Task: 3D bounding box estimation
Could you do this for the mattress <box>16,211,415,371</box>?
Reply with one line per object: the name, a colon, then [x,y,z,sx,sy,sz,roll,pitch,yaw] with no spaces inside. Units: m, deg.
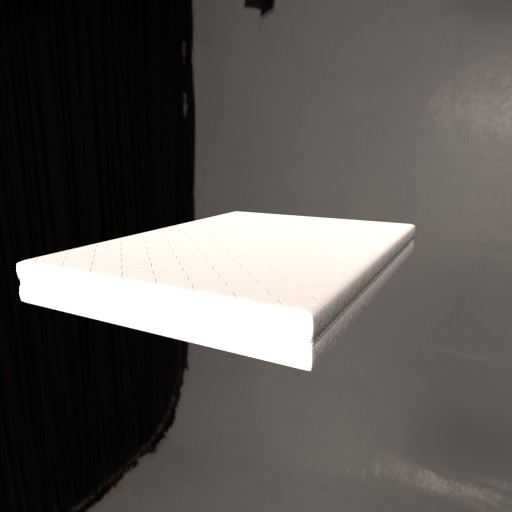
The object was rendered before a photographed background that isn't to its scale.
mattress: [0.000,0.000,2.470,1.400,0.200,1.900,7,15,27]
